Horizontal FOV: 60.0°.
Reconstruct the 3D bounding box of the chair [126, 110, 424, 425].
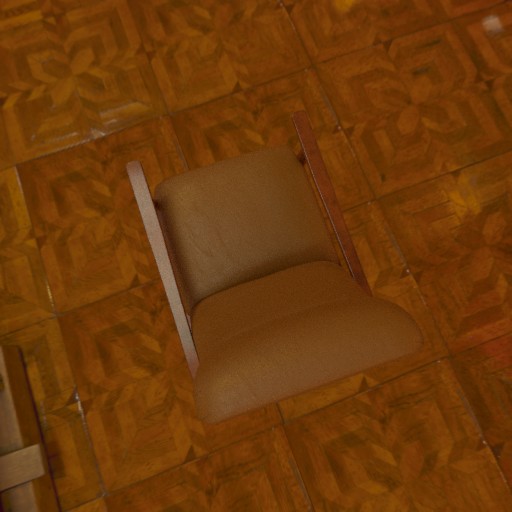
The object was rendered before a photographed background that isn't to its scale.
[{"bbox_3d":[0.000,0.000,1.758,0.762,1.082,1.014,-18,77,-4],"label":"chair"}]
